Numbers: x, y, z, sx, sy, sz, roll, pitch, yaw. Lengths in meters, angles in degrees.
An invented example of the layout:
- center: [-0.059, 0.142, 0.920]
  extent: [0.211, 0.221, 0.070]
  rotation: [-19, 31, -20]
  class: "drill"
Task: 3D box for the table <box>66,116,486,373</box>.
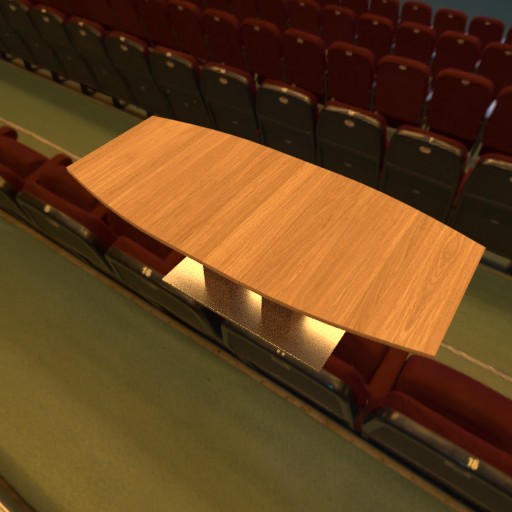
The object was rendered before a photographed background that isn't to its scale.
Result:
- center: [0.000, 0.000, 2.458]
  extent: [2.032, 0.750, 0.900]
  rotation: [27, 52, 23]
  class: "table"
